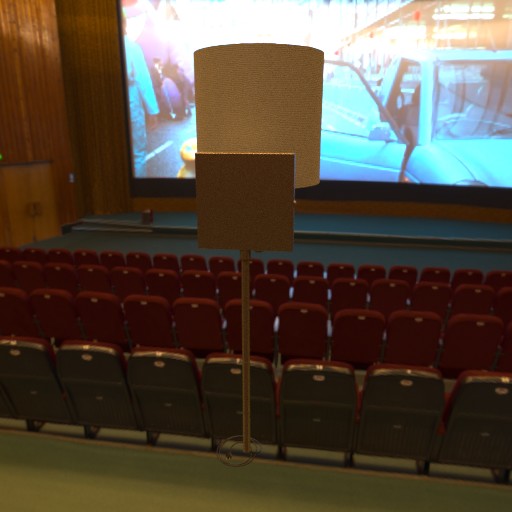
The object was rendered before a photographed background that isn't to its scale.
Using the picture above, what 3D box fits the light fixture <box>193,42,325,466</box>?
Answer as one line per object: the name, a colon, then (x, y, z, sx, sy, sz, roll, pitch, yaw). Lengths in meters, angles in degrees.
light fixture: (0.000, 0.000, 0.694, 0.188, 0.589, 0.248, 2, 16, 7)
